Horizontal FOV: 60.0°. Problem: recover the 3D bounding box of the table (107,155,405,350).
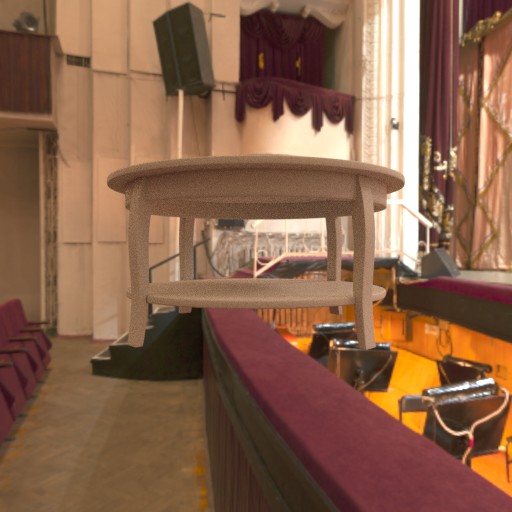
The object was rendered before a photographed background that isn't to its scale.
[{"bbox_3d":[0.000,0.000,1.432,0.910,0.457,0.910,0,1,0],"label":"table"}]
